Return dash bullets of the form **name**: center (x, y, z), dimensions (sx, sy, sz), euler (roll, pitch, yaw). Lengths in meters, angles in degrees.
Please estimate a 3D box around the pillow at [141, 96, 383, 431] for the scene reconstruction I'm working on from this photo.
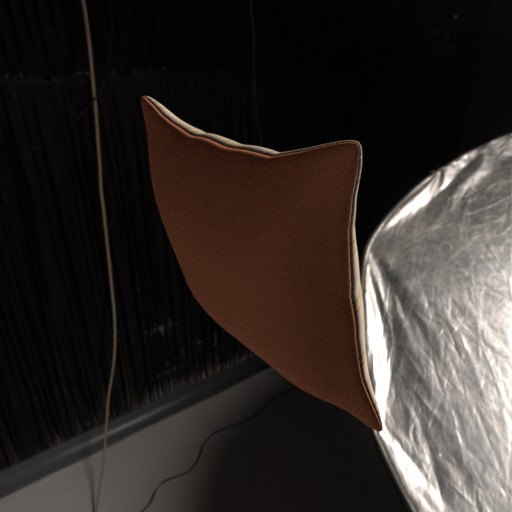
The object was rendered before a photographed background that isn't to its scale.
- **pillow**: center (0.000, 0.000, 0.672), dimensions (0.200, 0.430, 0.453), euler (-18, 31, -33)
